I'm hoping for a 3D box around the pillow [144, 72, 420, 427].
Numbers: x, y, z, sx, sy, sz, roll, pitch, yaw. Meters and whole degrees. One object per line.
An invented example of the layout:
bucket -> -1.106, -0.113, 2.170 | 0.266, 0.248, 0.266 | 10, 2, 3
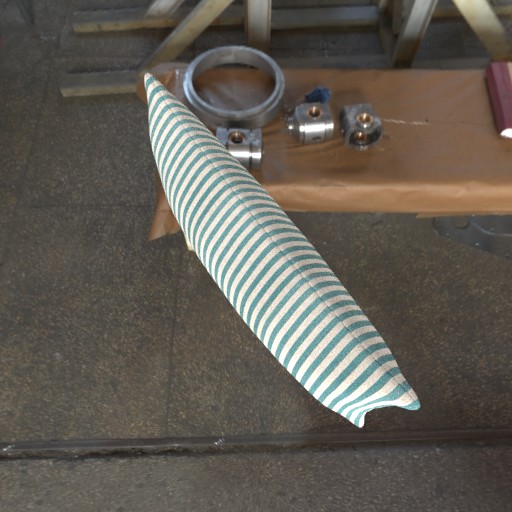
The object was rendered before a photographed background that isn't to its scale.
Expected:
pillow -> 0.000, 0.000, 0.720 | 0.151, 0.295, 0.617 | -32, 68, -14
